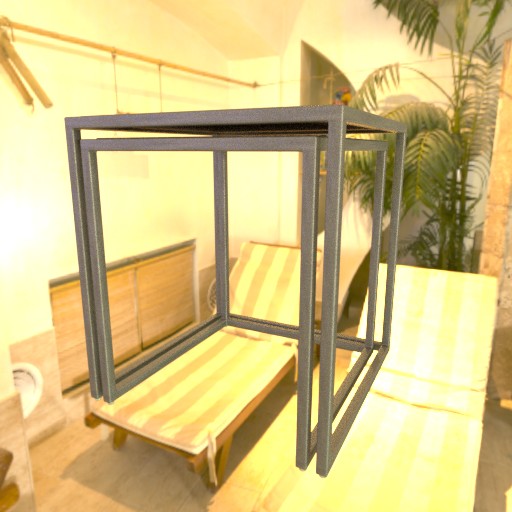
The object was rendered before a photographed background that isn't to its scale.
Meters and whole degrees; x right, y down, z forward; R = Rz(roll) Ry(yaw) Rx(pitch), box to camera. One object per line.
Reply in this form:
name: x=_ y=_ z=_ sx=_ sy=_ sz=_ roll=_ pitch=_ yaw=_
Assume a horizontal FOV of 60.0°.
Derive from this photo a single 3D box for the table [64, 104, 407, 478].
table: x=0.000 y=0.000 z=0.848 sx=0.450 sy=0.500 sz=0.449 roll=7 pitch=15 yaw=26
